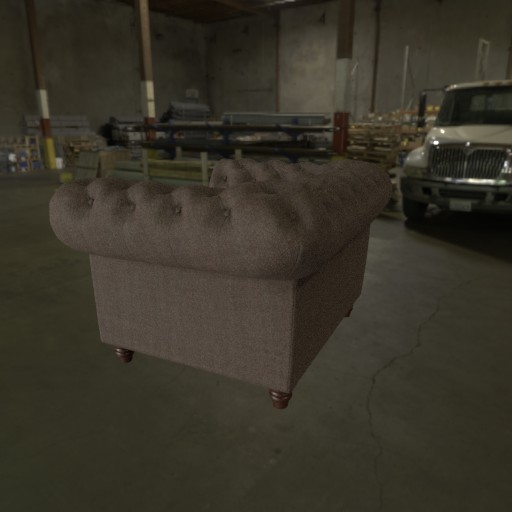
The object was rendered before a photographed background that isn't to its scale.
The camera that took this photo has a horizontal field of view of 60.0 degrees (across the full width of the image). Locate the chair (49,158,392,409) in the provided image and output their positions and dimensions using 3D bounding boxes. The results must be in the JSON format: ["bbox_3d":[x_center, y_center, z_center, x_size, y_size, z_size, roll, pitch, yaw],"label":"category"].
[{"bbox_3d":[0.000,0.000,1.909,0.945,0.780,1.298,8,18,25],"label":"chair"}]
